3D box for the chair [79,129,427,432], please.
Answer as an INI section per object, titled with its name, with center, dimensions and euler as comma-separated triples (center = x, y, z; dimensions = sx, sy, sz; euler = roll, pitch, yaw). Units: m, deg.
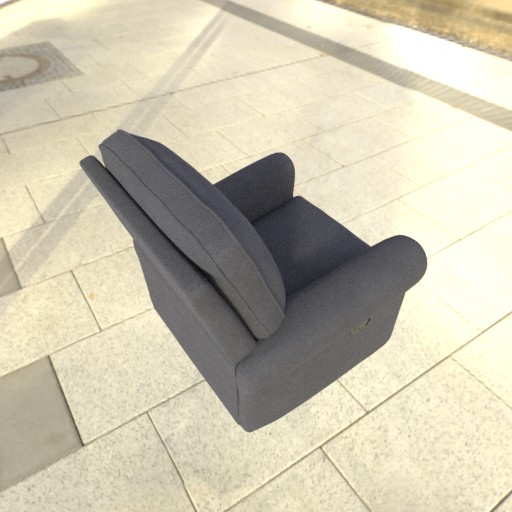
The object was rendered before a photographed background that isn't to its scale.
[chair]
center = 0.000, 0.000, 1.636
dimensions = 0.878, 0.961, 0.890
euler = -26, 49, -25
